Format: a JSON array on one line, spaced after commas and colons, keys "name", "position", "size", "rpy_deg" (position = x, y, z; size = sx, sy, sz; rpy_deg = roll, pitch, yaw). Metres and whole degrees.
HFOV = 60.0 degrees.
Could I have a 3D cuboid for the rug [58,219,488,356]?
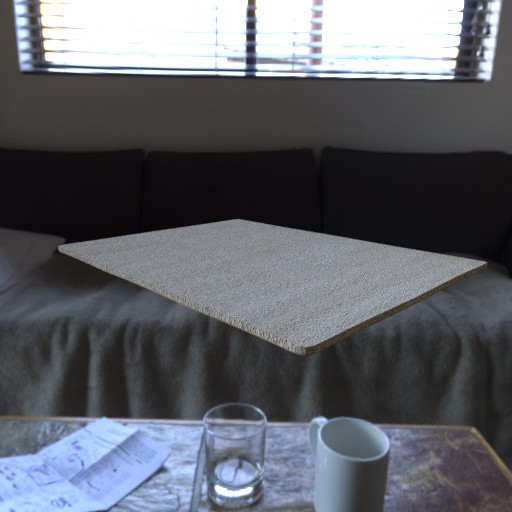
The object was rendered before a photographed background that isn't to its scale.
[{"name": "rug", "position": [0.000, 0.000, 2.032], "size": [1.199, 0.025, 1.600], "rpy_deg": [-13, 19, -42]}]
